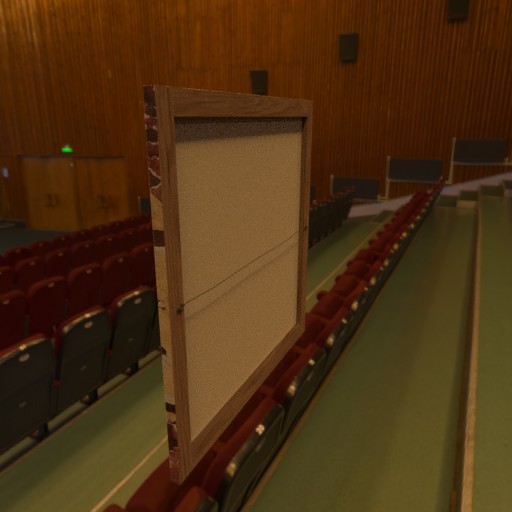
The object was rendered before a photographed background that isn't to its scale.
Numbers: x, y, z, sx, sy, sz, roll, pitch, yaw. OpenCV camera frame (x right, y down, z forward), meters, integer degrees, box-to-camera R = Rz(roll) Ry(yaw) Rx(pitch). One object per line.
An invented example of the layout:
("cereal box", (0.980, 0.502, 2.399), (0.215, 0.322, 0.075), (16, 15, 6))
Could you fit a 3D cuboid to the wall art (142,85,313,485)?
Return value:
("wall art", (0.000, 0.000, 1.118), (0.028, 0.762, 0.757), (8, 19, 24))
